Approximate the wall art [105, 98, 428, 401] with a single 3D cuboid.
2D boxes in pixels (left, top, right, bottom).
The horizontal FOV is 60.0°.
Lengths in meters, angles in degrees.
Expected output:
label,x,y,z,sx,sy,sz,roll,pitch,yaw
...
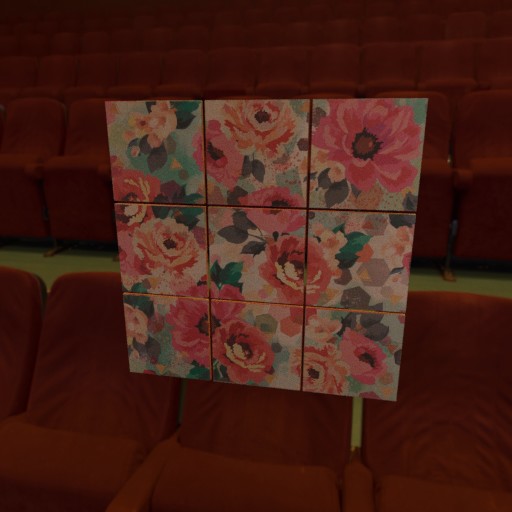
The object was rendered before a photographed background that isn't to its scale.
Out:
label,x,y,z,sx,sy,sz,roll,pitch,yaw
wall art,0.000,0.000,1.369,0.911,0.910,0.012,3,17,11
